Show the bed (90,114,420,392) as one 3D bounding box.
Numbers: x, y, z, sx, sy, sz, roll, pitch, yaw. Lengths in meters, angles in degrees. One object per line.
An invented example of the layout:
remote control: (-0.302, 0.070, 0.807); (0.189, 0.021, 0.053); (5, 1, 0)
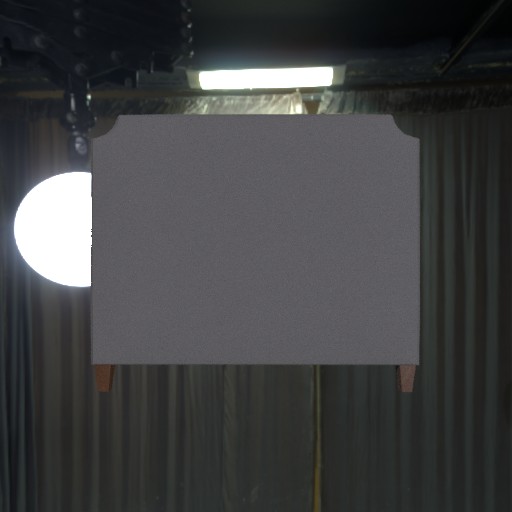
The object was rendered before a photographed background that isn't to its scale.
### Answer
bed: (0.000, 0.000, 3.433); (1.713, 1.443, 2.372); (0, -1, 0)
